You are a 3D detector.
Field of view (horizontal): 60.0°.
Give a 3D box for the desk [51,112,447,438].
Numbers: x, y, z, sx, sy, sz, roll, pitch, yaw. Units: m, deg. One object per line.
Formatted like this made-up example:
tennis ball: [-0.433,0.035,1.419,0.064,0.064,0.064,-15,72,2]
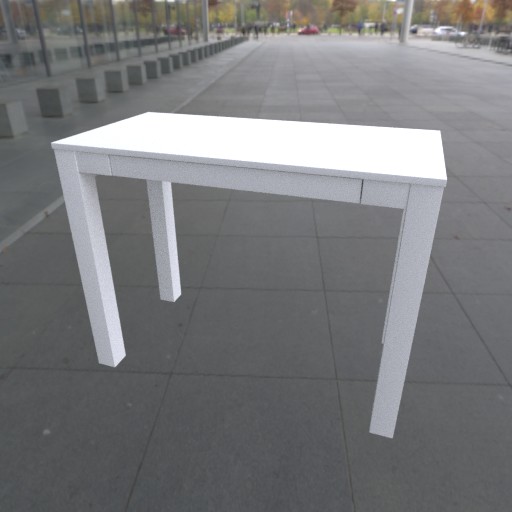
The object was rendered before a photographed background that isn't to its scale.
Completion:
desk: [0.000,0.000,1.429,0.990,0.762,0.497,9,29,17]
